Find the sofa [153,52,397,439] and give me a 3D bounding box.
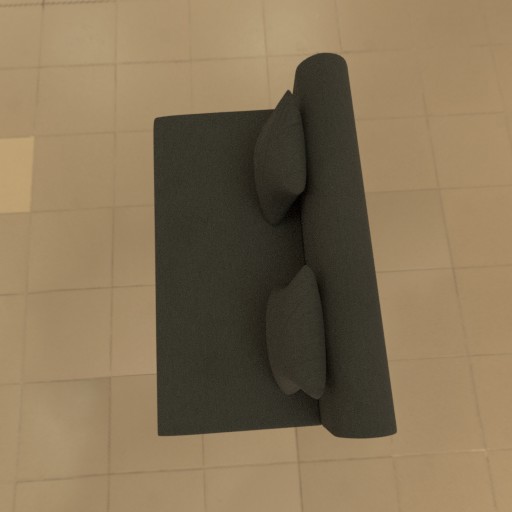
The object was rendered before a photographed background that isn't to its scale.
[{"bbox_3d":[0.000,0.000,1.661,0.762,0.670,1.225,-4,76,-1],"label":"sofa"}]
